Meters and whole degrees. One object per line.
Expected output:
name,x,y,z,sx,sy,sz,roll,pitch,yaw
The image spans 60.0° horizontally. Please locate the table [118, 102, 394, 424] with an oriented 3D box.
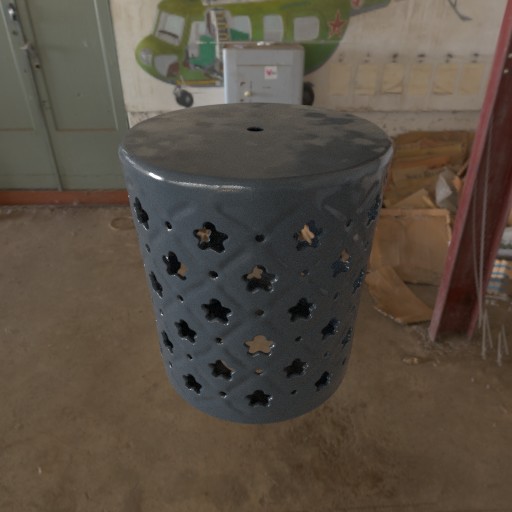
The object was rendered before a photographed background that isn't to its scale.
table,0.000,0.000,0.677,0.352,0.387,0.352,0,31,0
